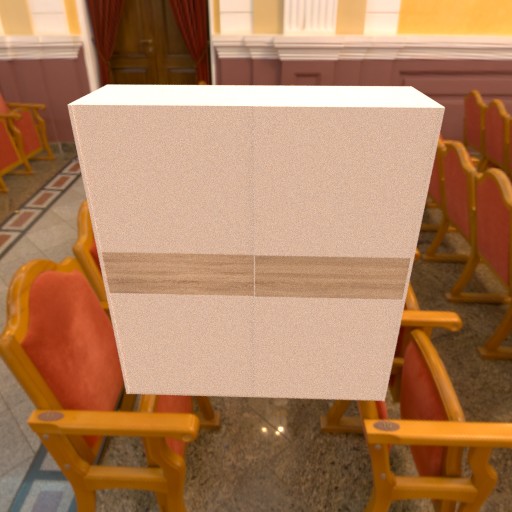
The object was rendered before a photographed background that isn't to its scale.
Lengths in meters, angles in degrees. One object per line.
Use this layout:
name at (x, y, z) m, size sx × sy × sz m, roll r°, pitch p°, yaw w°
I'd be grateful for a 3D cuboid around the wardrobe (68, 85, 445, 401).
wardrobe at (0.000, 0.000, 2.911) m, size 1.830 × 2.020 × 0.600 m, roll 1°, pitch 30°, yaw 2°
